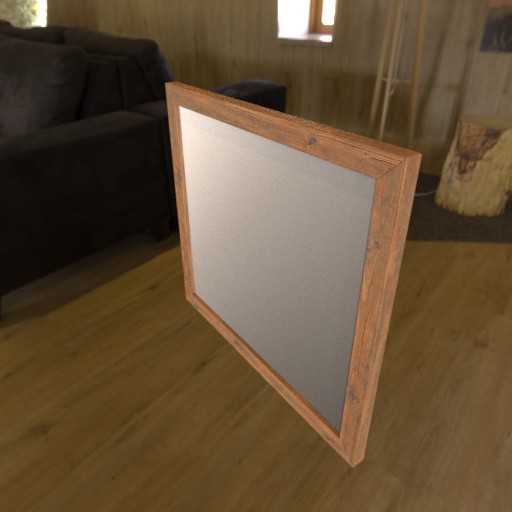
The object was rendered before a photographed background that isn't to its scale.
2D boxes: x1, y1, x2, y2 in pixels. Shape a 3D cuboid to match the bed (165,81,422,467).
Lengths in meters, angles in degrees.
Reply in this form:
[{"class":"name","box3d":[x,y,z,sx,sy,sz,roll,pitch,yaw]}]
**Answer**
[{"class":"bed","box3d":[0.000,0.000,1.453,0.046,0.942,1.046,-20,36,-30]}]
